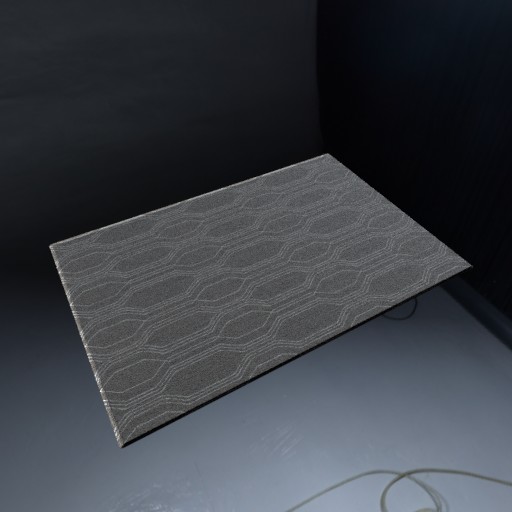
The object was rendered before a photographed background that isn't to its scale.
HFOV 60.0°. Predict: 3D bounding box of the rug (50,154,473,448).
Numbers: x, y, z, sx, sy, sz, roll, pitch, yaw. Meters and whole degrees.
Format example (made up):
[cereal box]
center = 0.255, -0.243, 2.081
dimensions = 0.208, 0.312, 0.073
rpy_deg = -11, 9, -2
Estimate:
[rug]
center = 0.000, 0.000, 2.308
dimensions = 1.836, 0.012, 1.239
rpy_deg = -22, 49, -21
